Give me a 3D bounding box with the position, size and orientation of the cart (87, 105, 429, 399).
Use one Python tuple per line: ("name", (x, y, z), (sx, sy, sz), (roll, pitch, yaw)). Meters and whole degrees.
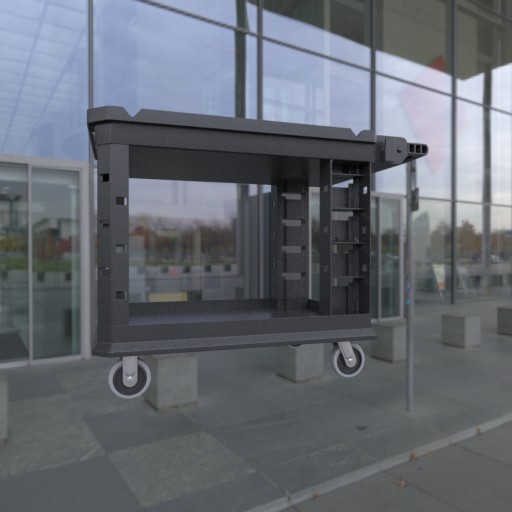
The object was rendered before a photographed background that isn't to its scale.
("cart", (0.000, 0.000, 1.780), (1.239, 0.884, 0.674), (0, 1, -18))
